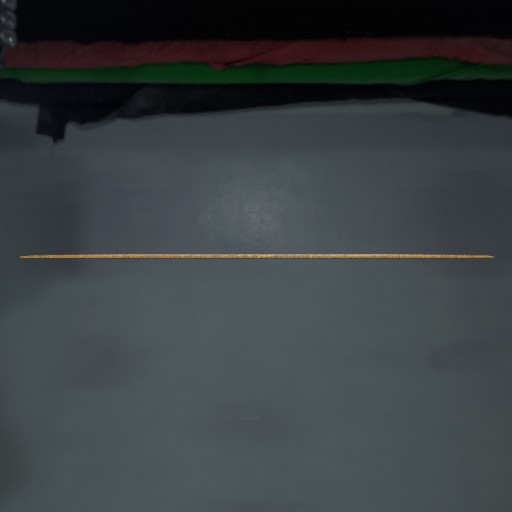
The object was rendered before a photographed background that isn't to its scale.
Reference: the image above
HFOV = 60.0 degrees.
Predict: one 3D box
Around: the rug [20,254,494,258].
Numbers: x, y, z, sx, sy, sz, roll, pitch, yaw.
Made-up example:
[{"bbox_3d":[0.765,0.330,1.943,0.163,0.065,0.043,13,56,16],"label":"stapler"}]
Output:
[{"bbox_3d":[0.000,0.000,3.738,2.916,0.019,2.043,0,0,-1],"label":"rug"}]
